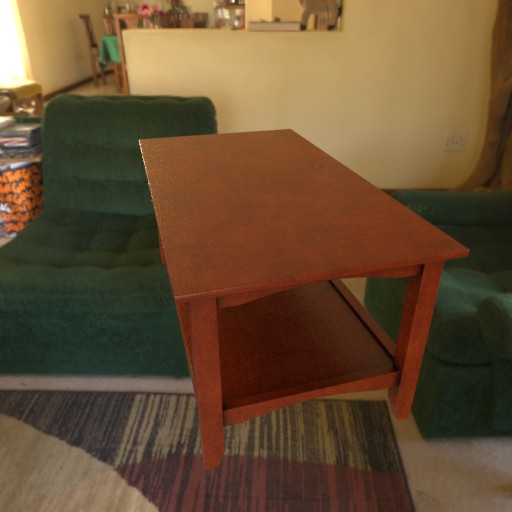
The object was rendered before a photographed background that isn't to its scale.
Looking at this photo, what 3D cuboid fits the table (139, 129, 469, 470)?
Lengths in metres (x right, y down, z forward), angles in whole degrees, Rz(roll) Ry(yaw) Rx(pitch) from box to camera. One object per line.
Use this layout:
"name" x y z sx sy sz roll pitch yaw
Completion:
"table" 0.000 0.000 1.243 0.533 0.456 0.943 -8 30 -14
